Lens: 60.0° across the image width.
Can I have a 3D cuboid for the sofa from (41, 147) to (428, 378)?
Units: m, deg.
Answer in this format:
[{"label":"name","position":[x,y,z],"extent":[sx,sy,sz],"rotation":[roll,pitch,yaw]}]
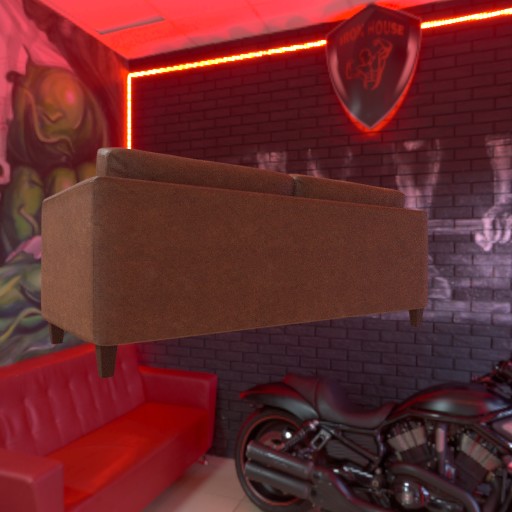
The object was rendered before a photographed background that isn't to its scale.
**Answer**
[{"label":"sofa","position":[0.000,0.000,2.658],"extent":[2.204,0.932,0.950],"rotation":[0,0,-37]}]
